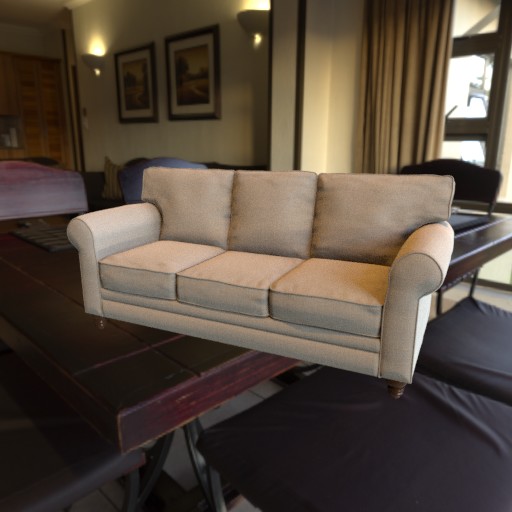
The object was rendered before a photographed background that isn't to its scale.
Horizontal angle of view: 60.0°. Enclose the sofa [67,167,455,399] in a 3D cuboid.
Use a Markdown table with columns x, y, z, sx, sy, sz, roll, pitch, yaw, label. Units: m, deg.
| x | y | z | sx | sy | sz | roll | pitch | yaw | label |
| --- | --- | --- | --- | --- | --- | --- | --- | --- | --- |
| 0.000 | 0.000 | 2.588 | 2.084 | 0.961 | 0.916 | 7 | 16 | 25 | sofa |
